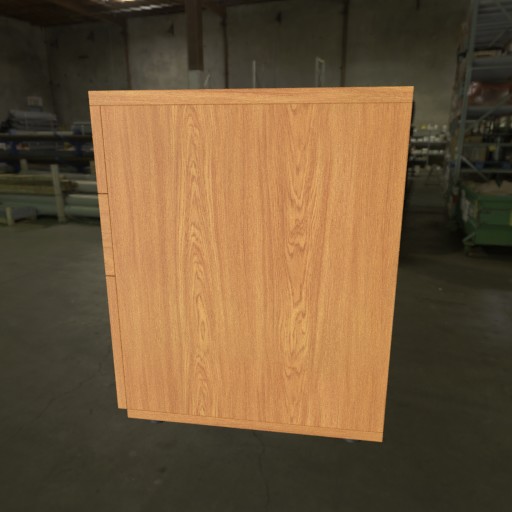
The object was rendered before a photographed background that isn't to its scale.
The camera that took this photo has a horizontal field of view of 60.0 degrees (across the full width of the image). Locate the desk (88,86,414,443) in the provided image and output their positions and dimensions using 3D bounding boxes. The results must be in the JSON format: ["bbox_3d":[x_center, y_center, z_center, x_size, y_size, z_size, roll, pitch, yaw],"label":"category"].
[{"bbox_3d":[0.000,0.000,1.081,0.600,0.730,0.404,2,16,8],"label":"desk"}]
